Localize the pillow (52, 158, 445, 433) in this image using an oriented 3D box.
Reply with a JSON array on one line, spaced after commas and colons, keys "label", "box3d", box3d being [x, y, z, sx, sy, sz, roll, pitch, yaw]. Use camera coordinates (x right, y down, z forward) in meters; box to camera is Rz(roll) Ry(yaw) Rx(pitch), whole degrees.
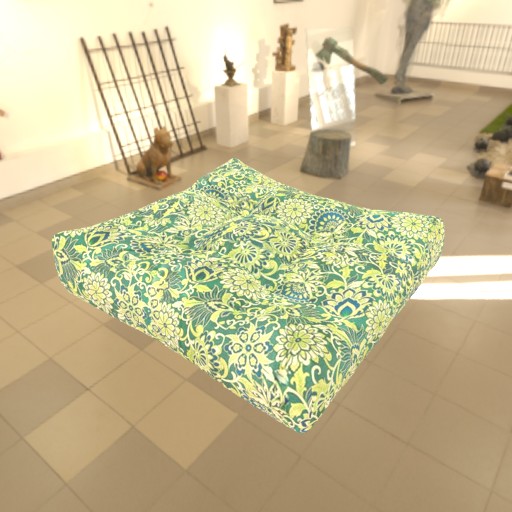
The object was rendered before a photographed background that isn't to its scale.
[{"label": "pillow", "box3d": [0.000, 0.000, 0.743, 0.490, 0.128, 0.468, 22, 39, 31]}]
